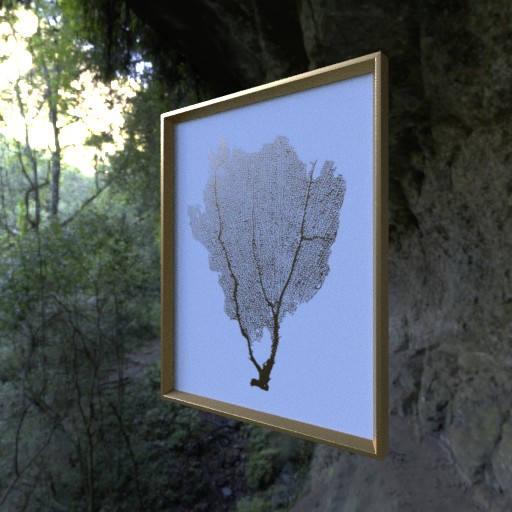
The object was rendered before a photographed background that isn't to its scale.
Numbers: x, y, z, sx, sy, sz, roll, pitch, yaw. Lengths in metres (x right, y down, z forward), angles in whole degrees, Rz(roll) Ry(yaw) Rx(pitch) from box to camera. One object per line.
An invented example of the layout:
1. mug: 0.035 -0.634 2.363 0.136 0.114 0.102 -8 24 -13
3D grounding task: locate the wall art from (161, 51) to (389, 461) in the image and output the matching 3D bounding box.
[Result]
1. wall art: 0.000 0.000 1.021 0.610 0.762 0.038 0 0 37
